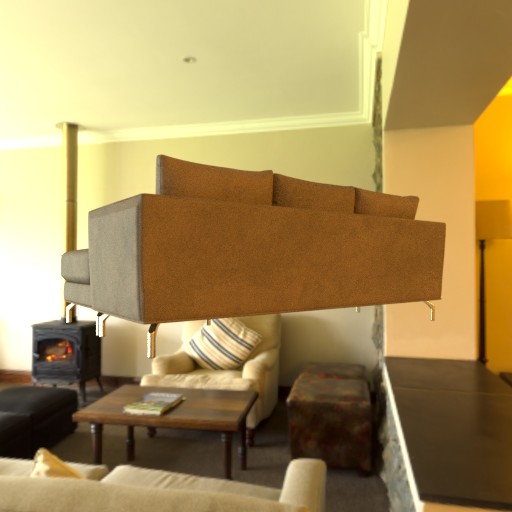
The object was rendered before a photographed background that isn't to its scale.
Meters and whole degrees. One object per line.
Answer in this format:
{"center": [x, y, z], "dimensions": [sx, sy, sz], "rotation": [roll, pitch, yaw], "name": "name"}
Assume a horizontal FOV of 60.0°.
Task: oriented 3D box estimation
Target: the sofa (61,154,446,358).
{"center": [0.000, 0.000, 3.315], "dimensions": [2.438, 0.987, 1.622], "rotation": [1, -1, -36], "name": "sofa"}
